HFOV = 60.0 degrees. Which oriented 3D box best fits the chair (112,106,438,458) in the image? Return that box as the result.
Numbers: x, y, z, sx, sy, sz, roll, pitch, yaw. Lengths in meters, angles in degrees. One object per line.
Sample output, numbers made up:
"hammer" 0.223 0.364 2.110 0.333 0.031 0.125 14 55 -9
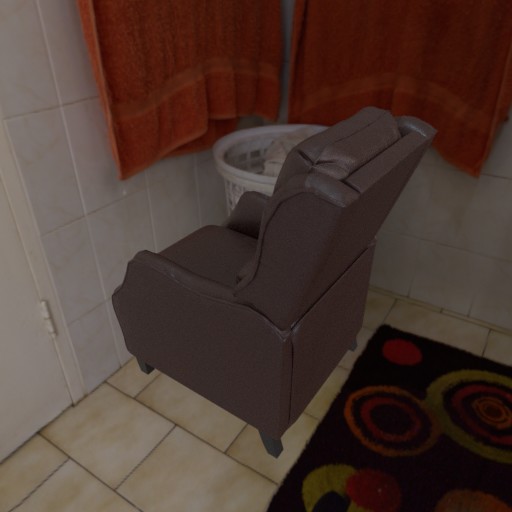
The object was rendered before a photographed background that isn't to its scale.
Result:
"chair" 0.000 0.000 1.725 0.982 1.132 0.770 20 37 29
